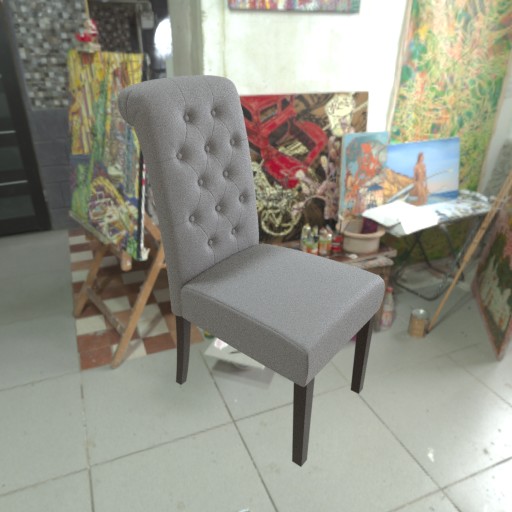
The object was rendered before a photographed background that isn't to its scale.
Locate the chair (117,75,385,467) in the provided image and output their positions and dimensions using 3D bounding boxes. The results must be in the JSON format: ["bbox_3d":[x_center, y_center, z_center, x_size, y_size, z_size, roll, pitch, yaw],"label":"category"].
[{"bbox_3d":[0.000,0.000,1.370,0.671,1.006,0.456,19,32,33],"label":"chair"}]
